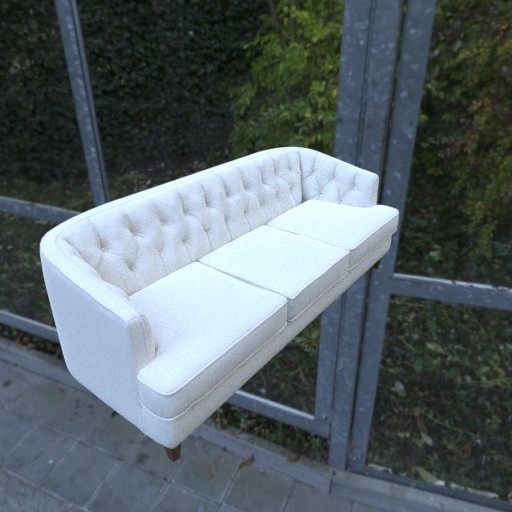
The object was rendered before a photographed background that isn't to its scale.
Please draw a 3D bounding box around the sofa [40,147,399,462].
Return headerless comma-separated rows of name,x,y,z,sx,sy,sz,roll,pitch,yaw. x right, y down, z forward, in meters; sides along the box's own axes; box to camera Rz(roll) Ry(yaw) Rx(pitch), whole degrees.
sofa,0.000,0.000,2.637,0.941,0.855,2.278,19,33,32
